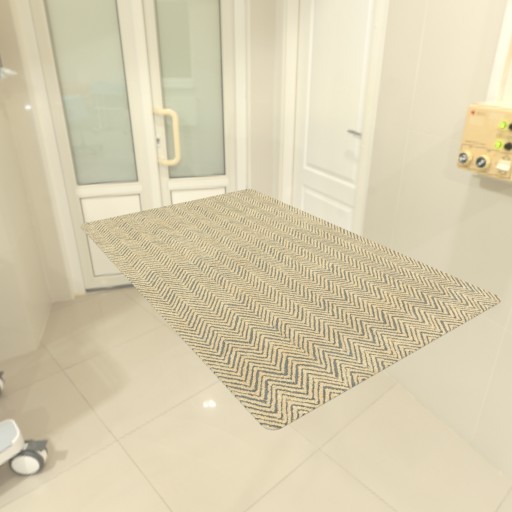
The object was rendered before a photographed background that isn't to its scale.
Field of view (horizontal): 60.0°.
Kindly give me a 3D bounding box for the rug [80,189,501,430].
[{"bbox_3d":[0.000,0.000,2.079,1.144,0.008,1.752,-17,31,-31],"label":"rug"}]
